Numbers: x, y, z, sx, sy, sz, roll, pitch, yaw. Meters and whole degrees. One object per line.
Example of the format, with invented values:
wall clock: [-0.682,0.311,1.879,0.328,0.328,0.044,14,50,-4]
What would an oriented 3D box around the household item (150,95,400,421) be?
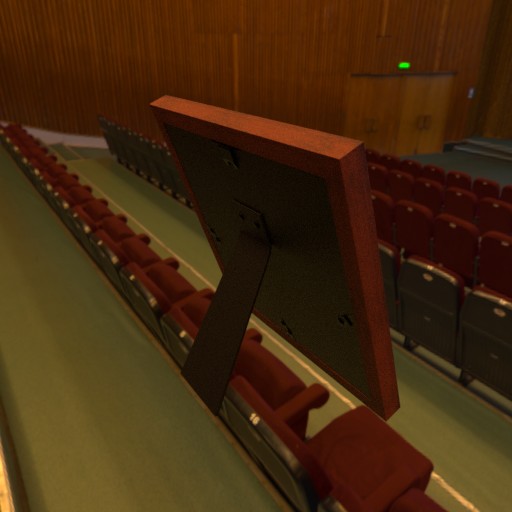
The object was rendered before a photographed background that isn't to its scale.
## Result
household item: [0.000,0.000,0.379,0.131,0.240,0.240,-18,32,-31]
